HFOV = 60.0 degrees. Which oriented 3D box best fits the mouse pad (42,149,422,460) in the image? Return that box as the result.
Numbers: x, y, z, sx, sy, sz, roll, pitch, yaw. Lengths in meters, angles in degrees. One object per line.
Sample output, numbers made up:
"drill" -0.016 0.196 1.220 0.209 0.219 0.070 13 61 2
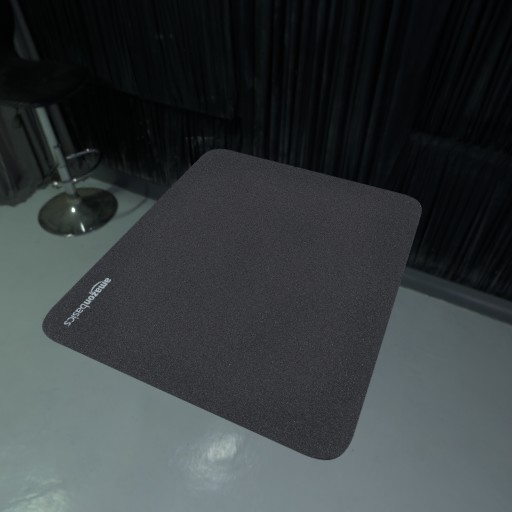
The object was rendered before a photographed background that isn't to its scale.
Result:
"mouse pad" 0.000 0.000 0.430 0.269 0.002 0.315 18 48 17
